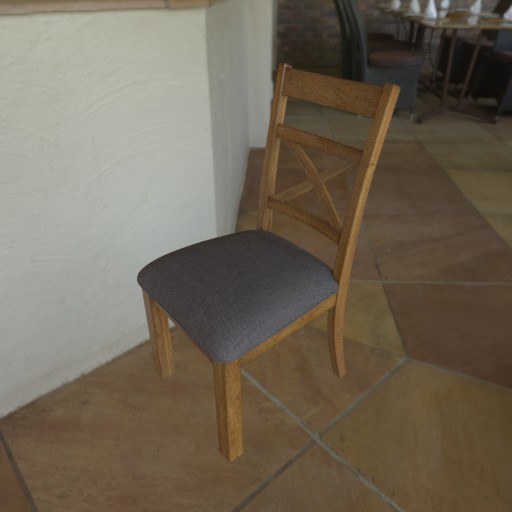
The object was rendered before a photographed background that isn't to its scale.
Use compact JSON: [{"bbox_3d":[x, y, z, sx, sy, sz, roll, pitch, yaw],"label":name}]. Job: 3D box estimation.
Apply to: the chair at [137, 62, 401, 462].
[{"bbox_3d":[0.000,0.000,1.288,0.581,0.949,0.470,-23,39,-32],"label":"chair"}]
